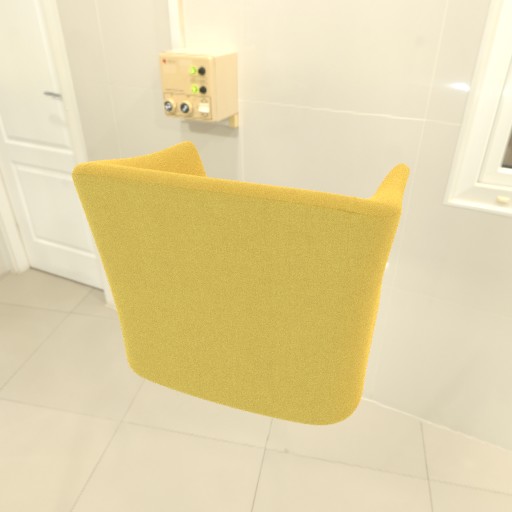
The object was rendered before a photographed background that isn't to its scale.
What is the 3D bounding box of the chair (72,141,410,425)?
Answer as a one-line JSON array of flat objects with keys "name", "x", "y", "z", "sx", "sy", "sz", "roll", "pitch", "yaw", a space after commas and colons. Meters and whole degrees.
[{"name": "chair", "x": 0.000, "y": 0.000, "z": 1.331, "sx": 0.790, "sy": 0.720, "sz": 0.700, "roll": 10, "pitch": 33, "yaw": 16}]
